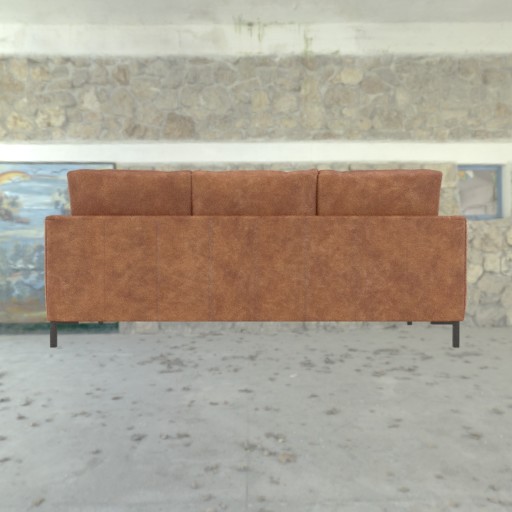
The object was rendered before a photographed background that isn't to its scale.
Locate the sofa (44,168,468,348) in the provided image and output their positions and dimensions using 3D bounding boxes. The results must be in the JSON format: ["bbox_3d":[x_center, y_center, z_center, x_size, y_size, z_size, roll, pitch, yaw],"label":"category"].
[{"bbox_3d":[0.000,0.000,2.455,2.029,0.863,0.748,0,1,0],"label":"sofa"}]
